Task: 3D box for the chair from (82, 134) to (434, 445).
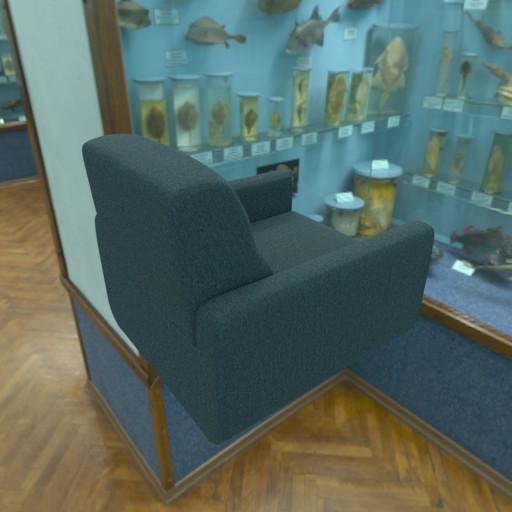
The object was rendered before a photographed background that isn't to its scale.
[{"bbox_3d":[0.000,0.000,1.680,0.964,0.940,0.880,-20,34,-32],"label":"chair"}]
